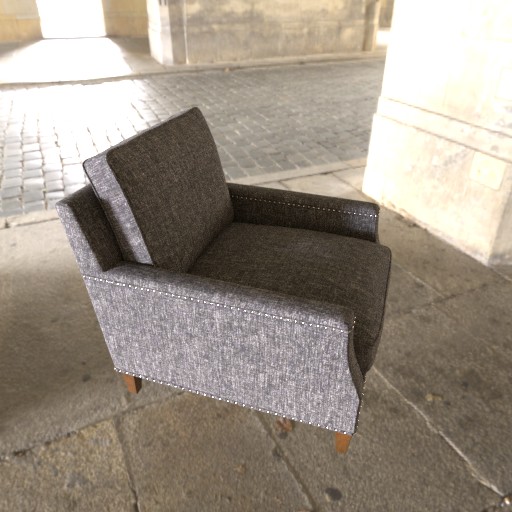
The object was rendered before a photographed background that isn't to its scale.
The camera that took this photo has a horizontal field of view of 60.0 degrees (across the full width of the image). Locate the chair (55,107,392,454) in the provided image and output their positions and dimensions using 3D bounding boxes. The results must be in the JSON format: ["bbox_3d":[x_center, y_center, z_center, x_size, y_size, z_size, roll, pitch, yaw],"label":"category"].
[{"bbox_3d":[0.000,0.000,1.712,1.014,0.943,0.853,10,33,16],"label":"chair"}]
